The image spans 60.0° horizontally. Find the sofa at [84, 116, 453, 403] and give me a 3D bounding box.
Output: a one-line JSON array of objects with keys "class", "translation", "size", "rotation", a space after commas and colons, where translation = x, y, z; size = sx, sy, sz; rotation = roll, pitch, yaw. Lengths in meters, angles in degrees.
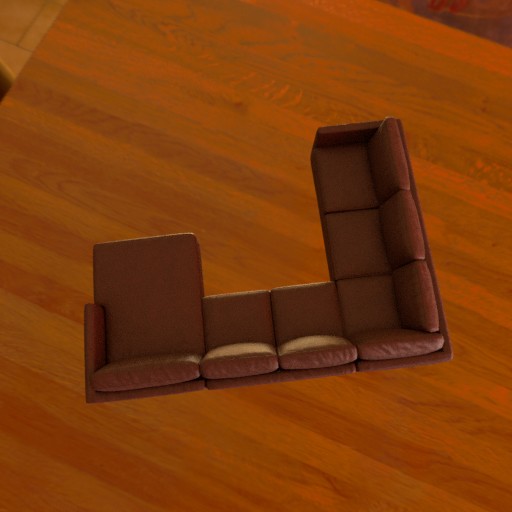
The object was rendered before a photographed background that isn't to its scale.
[{"class": "sofa", "translation": [0.000, 0.000, 4.655], "size": [3.460, 0.923, 2.593], "rotation": [-6, 75, -2]}]
